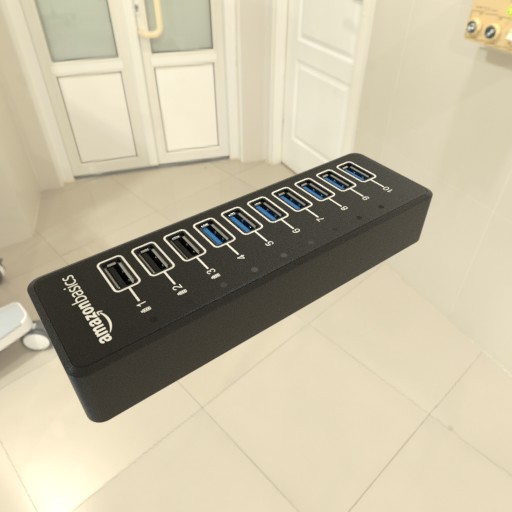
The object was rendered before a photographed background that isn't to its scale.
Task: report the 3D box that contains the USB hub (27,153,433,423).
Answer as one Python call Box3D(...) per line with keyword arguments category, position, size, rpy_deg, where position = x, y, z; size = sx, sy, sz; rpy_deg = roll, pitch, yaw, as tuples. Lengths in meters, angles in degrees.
Box3D(category="USB hub", position=(0.000, 0.000, 0.162), size=(0.145, 0.023, 0.044), rpy_deg=(-26, 47, -27))
